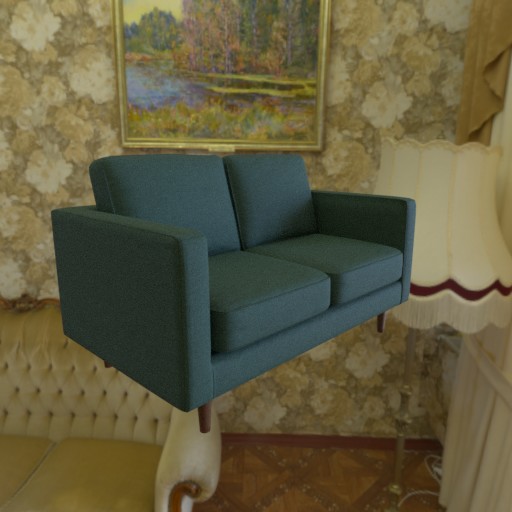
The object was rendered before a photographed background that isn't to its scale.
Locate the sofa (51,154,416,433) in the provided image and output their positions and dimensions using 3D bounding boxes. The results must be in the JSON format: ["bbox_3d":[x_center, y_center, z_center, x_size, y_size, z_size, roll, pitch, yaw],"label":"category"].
[{"bbox_3d":[0.000,0.000,1.999,0.879,0.899,1.430,13,18,43],"label":"sofa"}]
